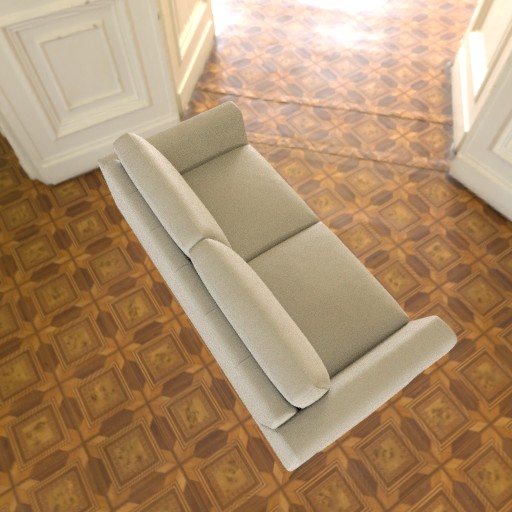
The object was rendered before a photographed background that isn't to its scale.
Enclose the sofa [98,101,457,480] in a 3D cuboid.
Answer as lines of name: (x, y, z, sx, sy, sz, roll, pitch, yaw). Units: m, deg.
sofa: (0.000, 0.000, 2.494, 0.953, 0.875, 2.017, -30, 63, -17)
